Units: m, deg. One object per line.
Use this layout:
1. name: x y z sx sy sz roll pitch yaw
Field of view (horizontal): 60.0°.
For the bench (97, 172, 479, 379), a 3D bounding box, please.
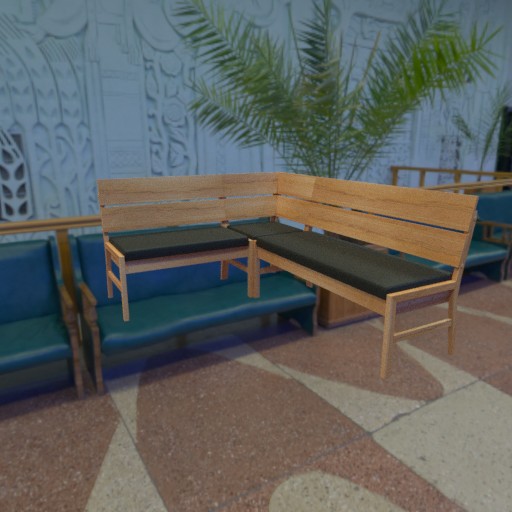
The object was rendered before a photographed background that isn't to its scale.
1. bench: 0.000 0.000 2.848 1.548 0.890 1.948 -8 17 -28
